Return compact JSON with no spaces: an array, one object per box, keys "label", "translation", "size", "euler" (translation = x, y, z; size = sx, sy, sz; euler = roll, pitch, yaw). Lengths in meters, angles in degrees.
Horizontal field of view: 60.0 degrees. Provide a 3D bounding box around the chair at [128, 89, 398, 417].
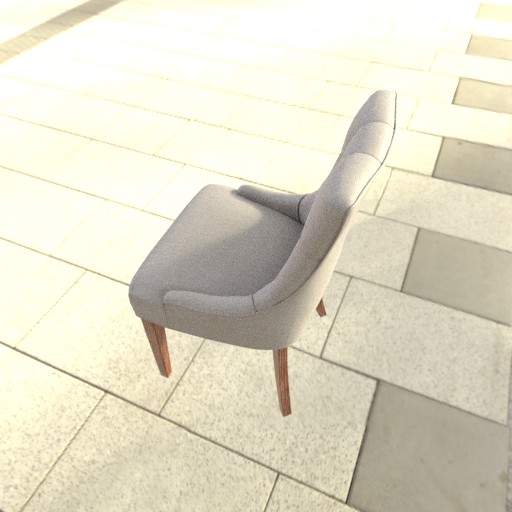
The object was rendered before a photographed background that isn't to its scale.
[{"label":"chair","translation":[0.000,0.000,1.230],"size":[0.565,0.874,0.509],"euler":[16,49,15]}]
